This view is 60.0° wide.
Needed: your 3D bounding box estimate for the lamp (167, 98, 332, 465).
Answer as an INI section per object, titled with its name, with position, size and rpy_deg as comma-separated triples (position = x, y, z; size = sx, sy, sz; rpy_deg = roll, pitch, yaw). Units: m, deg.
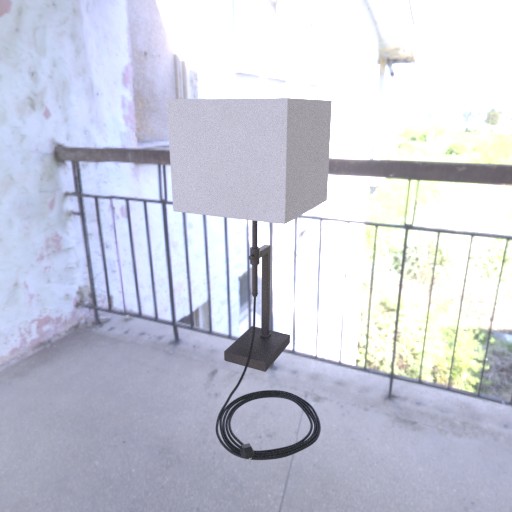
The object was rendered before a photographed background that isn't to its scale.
[lamp]
position = 0.000, 0.000, 0.985
size = 0.399, 0.660, 0.504
rpy_deg = 9, 20, 25
